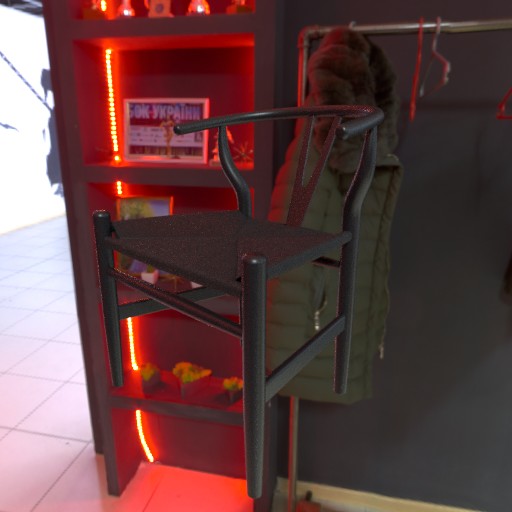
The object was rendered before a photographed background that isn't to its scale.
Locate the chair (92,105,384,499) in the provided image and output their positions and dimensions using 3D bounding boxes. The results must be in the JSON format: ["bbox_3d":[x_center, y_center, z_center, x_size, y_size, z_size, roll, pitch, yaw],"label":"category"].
[{"bbox_3d":[0.000,0.000,1.110,0.569,0.730,0.579,16,23,43],"label":"chair"}]
